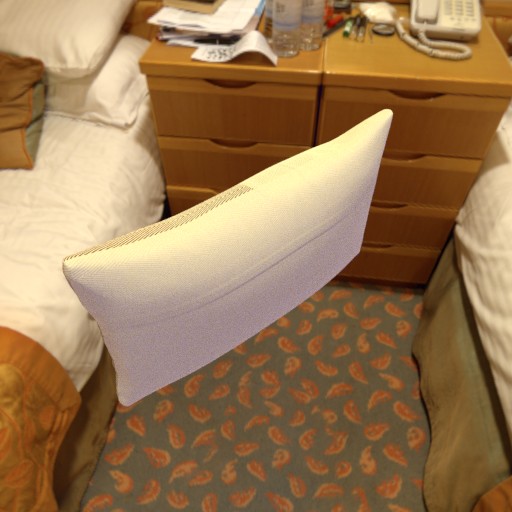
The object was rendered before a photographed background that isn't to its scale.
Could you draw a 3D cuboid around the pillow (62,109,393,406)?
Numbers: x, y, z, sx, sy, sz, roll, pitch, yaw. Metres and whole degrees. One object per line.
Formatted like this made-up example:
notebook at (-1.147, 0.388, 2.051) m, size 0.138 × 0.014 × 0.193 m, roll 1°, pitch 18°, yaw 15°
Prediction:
pillow at (0.000, 0.000, 0.648) m, size 0.506 × 0.305 × 0.139 m, roll -30°, pitch 54°, yaw -25°
